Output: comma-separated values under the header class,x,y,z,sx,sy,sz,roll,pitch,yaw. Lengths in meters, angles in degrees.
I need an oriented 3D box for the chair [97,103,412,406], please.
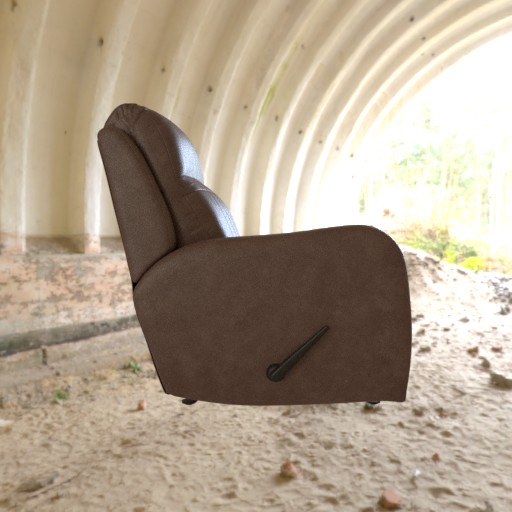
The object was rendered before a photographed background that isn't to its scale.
class,x,y,z,sx,sy,sz,roll,pitch,yaw
chair,0.000,0.000,1.797,1.067,1.067,0.865,0,1,0
